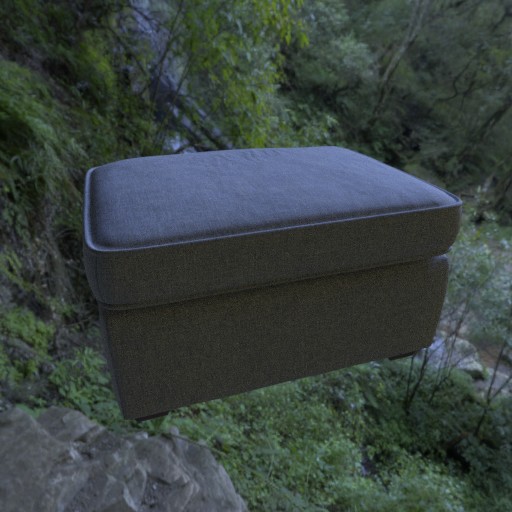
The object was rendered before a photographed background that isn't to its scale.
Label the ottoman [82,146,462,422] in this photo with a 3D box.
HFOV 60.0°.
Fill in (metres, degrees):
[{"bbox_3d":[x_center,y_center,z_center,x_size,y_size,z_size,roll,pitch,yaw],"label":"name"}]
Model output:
[{"bbox_3d":[0.000,0.000,1.103,0.762,0.457,0.559,-9,28,-17],"label":"ottoman"}]
